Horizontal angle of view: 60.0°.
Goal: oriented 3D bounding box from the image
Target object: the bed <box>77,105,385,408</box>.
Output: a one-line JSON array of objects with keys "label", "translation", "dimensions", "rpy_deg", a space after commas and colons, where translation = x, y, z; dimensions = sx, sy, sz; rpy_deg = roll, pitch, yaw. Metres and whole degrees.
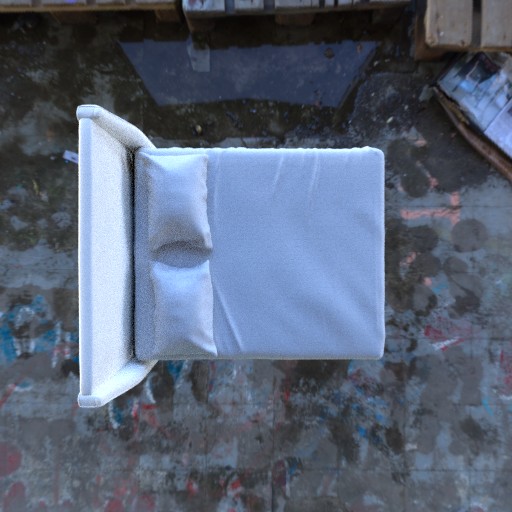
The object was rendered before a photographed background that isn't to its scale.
[{"label": "bed", "translation": [0.000, 0.000, 3.434], "dimensions": [2.276, 1.332, 1.925], "rpy_deg": [0, 91, -1]}]
